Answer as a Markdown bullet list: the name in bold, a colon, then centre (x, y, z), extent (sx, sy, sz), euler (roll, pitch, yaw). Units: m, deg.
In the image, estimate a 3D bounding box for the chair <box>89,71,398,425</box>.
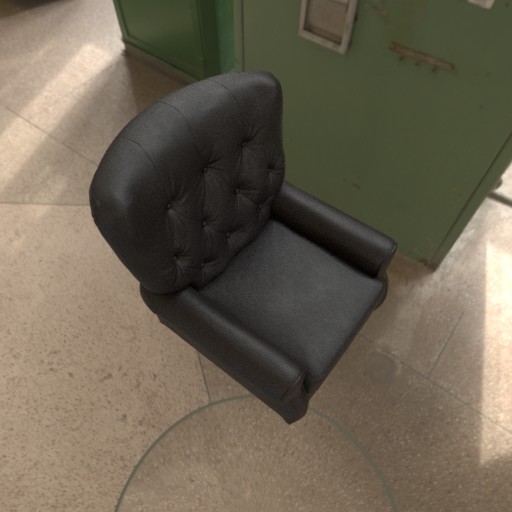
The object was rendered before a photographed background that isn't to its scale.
- **chair**: centre (0.000, 0.000, 1.925), extent (1.058, 1.158, 0.948), euler (33, 63, 20)
